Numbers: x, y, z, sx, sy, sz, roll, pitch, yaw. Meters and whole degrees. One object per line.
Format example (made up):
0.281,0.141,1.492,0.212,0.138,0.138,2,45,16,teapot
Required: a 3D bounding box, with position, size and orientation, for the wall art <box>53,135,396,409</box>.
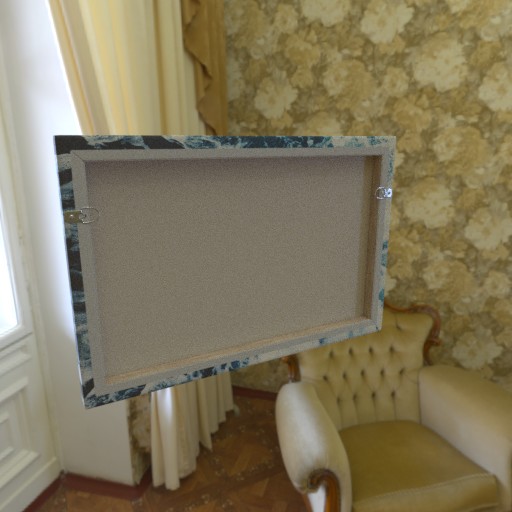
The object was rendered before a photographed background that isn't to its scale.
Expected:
0.000,0.000,1.167,0.915,0.610,0.042,-8,17,-28,wall art
